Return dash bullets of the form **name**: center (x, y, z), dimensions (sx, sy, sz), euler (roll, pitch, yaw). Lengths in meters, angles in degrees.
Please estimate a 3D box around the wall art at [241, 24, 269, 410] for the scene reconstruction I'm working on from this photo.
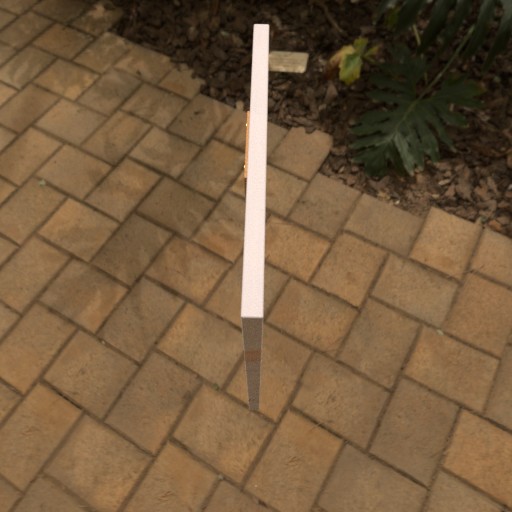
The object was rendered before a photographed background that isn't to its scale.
- **wall art**: center (0.000, 0.000, 1.363), dimensions (0.045, 1.014, 0.759), euler (1, 63, 1)
